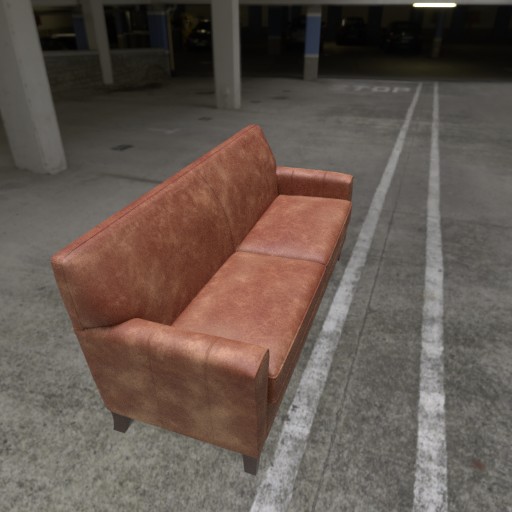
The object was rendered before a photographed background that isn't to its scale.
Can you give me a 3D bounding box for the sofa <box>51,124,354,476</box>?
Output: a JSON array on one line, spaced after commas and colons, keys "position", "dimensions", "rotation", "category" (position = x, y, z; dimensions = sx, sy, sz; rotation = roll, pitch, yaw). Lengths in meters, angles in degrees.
[{"position": [0.000, 0.000, 2.481], "dimensions": [0.805, 0.947, 2.053], "rotation": [10, 32, 17], "category": "sofa"}]
